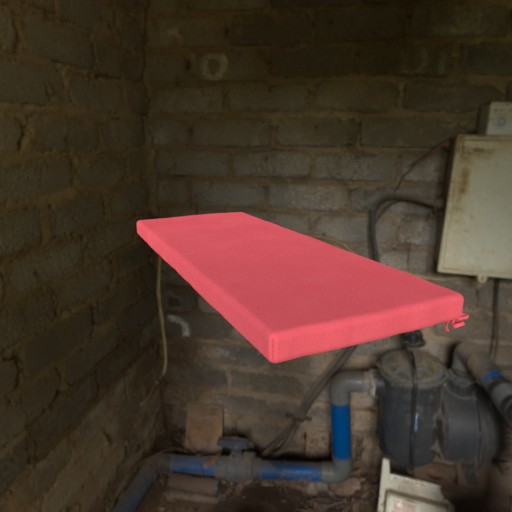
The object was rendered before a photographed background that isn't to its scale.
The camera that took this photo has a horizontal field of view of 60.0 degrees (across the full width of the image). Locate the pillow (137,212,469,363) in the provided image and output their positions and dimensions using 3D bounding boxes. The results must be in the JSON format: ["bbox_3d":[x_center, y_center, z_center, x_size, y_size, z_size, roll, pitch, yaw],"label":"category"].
[{"bbox_3d":[0.000,0.000,1.328,0.492,0.081,1.187,-7,17,-25],"label":"pillow"}]
